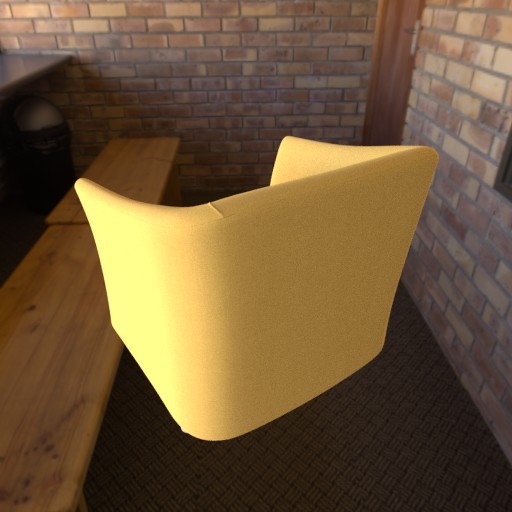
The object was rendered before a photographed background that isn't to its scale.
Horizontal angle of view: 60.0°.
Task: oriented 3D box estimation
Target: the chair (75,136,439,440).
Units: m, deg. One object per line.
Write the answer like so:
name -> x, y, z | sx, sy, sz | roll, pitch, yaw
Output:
chair -> 0.000, 0.000, 1.315 | 0.790, 0.720, 0.700 | -20, 36, -29
